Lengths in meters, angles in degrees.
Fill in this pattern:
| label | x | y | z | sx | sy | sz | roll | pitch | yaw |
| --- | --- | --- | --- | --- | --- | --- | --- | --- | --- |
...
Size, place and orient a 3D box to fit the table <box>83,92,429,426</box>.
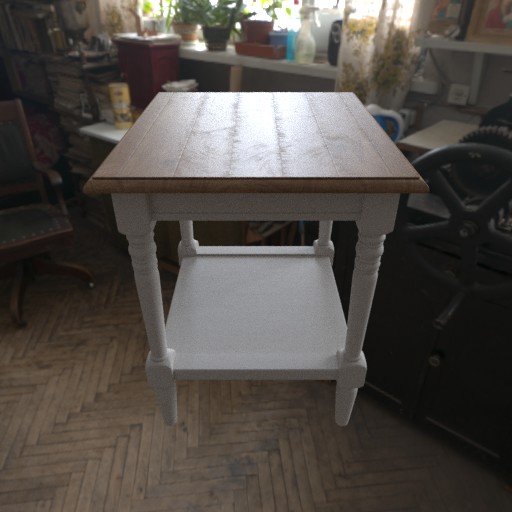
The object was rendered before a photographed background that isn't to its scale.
| label | x | y | z | sx | sy | sz | roll | pitch | yaw |
| --- | --- | --- | --- | --- | --- | --- | --- | --- | --- |
| table | 0.000 | 0.000 | 0.943 | 0.457 | 0.561 | 0.508 | 0 | 33 | 0 |
